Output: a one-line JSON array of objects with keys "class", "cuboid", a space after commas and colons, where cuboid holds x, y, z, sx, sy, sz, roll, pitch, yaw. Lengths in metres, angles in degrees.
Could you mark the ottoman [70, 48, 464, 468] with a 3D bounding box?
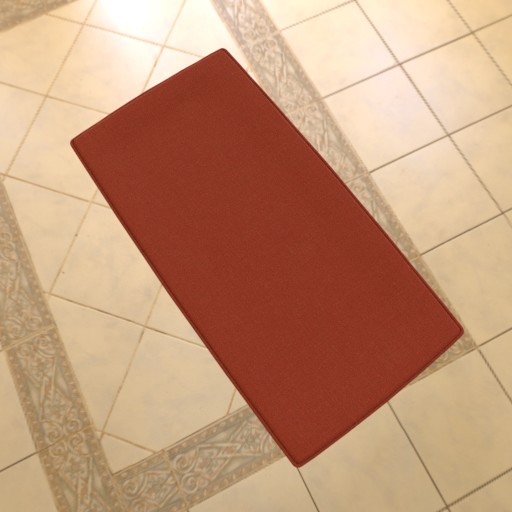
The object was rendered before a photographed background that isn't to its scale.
[{"class": "ottoman", "cuboid": [0.000, 0.000, 1.243, 0.497, 0.454, 0.948, -35, 78, -9]}]
